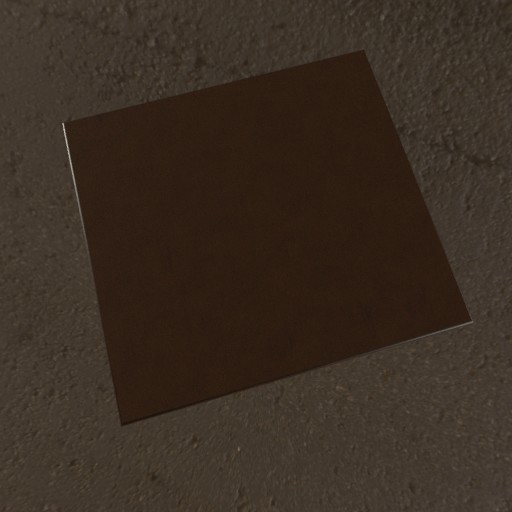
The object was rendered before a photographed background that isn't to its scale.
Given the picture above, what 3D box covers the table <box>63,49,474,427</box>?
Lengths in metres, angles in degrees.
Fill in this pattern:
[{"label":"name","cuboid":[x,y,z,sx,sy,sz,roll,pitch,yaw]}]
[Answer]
[{"label":"table","cuboid":[0.000,0.000,1.056,0.602,0.562,0.560,-15,76,-4]}]
